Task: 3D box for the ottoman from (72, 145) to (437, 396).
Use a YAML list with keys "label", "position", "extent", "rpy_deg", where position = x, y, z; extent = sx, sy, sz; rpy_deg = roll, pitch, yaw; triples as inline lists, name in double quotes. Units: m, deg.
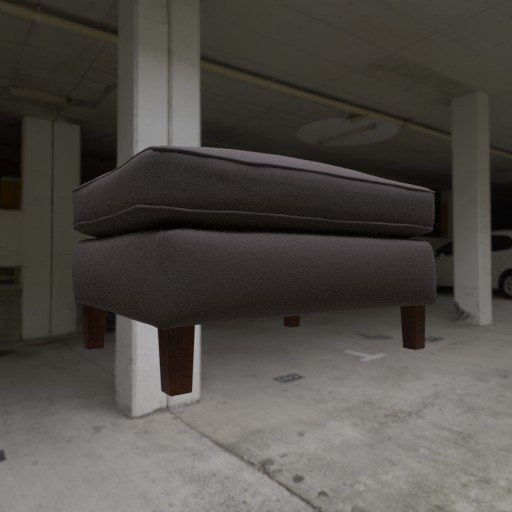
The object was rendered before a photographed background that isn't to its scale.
- label: "ottoman"
  position: [0.000, 0.000, 0.980]
  extent: [0.686, 0.406, 0.508]
  rpy_deg: [1, -1, -36]
